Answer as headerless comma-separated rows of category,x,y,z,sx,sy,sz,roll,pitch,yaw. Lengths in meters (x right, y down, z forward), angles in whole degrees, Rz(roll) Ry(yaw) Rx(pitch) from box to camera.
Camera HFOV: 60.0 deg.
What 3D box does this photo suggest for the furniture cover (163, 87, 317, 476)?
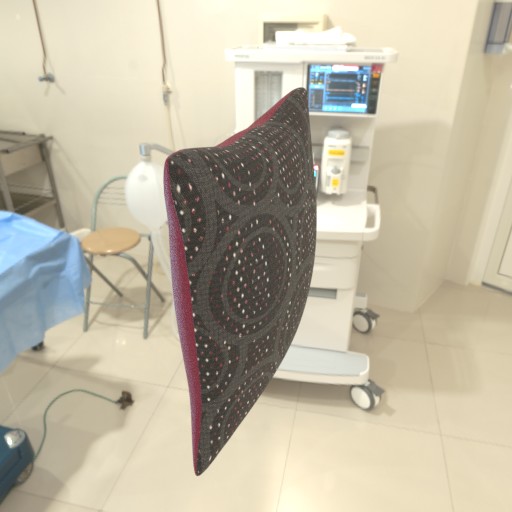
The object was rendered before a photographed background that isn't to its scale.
furniture cover,0.000,0.000,0.800,0.193,0.509,0.552,10,30,17
